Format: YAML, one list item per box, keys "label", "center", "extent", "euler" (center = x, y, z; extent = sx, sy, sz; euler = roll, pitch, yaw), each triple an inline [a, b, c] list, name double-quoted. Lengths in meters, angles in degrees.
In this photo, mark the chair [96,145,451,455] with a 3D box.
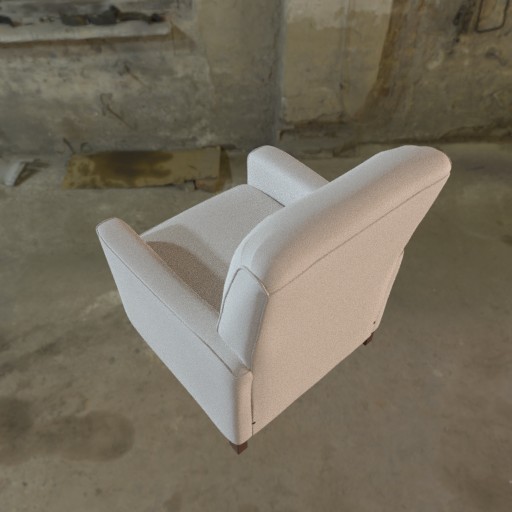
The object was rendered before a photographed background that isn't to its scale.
- label: "chair"
  center: [0.000, 0.000, 1.576]
  extent: [0.841, 1.028, 0.858]
  euler: [-32, 54, -27]
